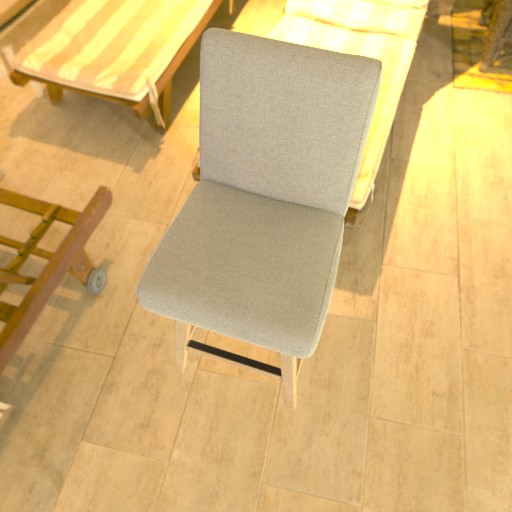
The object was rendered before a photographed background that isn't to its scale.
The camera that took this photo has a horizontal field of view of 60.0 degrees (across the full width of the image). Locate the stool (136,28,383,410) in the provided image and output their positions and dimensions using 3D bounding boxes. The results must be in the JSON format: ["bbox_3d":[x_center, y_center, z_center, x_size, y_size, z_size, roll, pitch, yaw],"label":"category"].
[{"bbox_3d":[0.000,0.000,1.379,0.507,1.085,0.606,16,59,10],"label":"stool"}]
